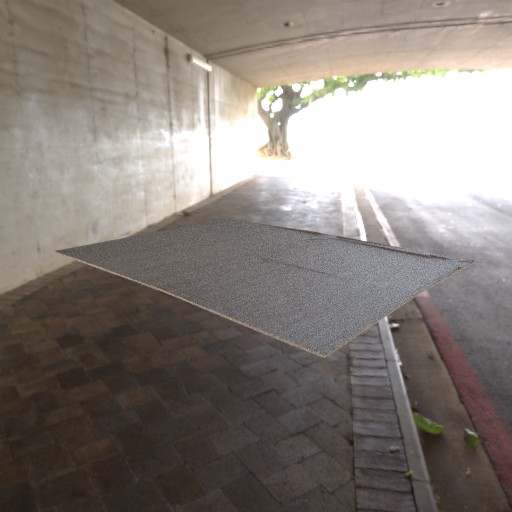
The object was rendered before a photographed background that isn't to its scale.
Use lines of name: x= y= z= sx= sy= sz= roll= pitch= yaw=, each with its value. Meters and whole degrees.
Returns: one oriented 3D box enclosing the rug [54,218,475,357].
rug: x=0.000 y=0.000 z=4.944 sx=3.778 sy=0.053 sz=2.873 roll=13 pitch=20 yaw=41
